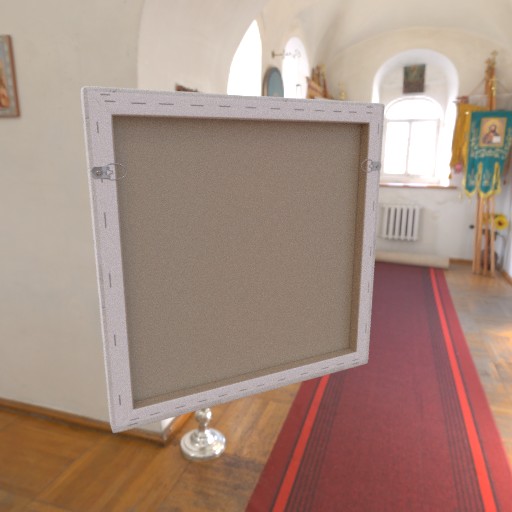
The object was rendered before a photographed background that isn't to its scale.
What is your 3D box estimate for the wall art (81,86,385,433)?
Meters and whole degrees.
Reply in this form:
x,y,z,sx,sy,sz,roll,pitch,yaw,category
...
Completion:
x,y,z,sx,sy,sz,roll,pitch,yaw,category
0.000,0.000,1.119,0.762,0.762,0.038,-7,15,-26,wall art
